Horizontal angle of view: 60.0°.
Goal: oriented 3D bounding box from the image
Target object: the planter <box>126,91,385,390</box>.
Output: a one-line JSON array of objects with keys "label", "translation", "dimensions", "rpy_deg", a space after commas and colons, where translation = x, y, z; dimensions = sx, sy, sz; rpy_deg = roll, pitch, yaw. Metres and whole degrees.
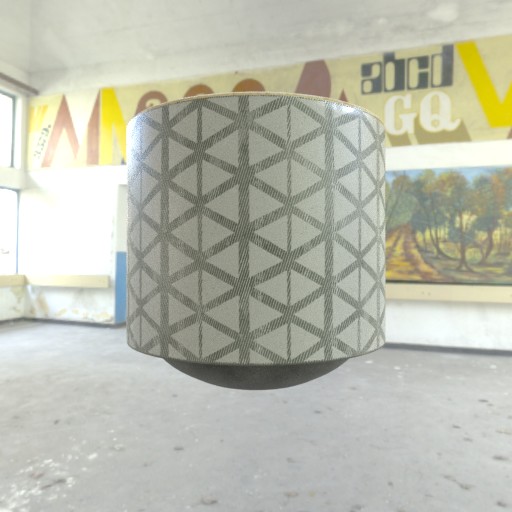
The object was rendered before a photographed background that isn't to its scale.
[{"label": "planter", "translation": [0.000, 0.000, 0.446], "dimensions": [0.250, 0.239, 0.250], "rpy_deg": [0, 0, 0]}]
